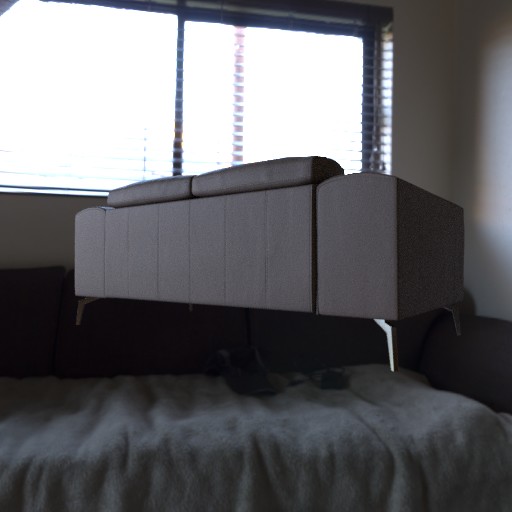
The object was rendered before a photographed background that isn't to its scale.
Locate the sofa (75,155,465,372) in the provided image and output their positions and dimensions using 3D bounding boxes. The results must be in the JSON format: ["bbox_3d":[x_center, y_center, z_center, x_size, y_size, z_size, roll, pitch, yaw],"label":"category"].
[{"bbox_3d":[0.000,0.000,2.371,1.895,0.779,1.003,-1,-1,37],"label":"sofa"}]
